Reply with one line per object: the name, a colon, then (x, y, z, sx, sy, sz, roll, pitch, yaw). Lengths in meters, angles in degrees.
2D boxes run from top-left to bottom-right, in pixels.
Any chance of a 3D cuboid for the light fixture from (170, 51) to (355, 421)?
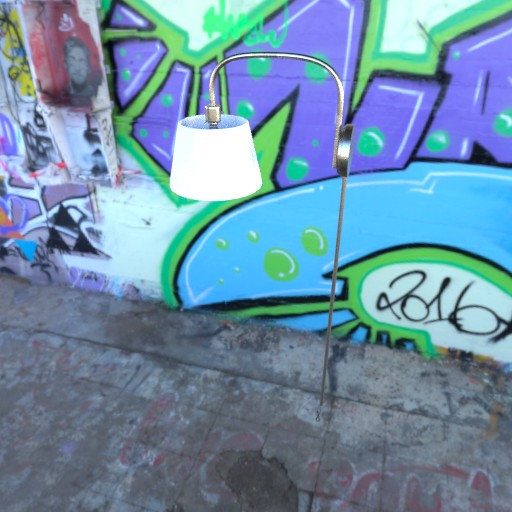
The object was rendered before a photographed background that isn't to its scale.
light fixture: (0.000, 0.000, 0.475, 0.176, 0.399, 0.092, 8, 31, 14)
